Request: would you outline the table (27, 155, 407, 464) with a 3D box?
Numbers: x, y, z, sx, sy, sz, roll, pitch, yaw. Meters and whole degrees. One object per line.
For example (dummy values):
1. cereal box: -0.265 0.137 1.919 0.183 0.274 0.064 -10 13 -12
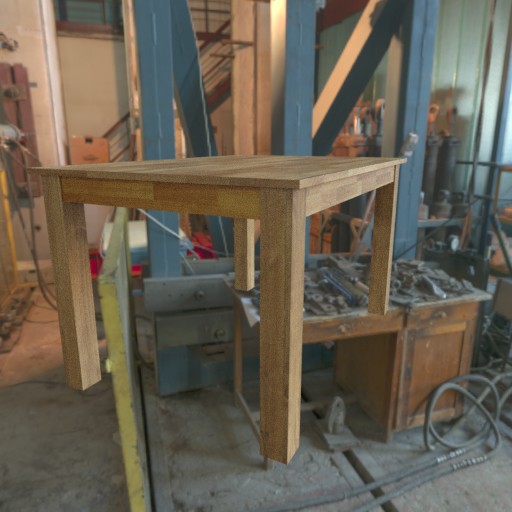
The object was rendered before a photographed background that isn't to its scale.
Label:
1. table: 0.000 0.000 1.804 0.900 0.750 1.300 8 17 27
